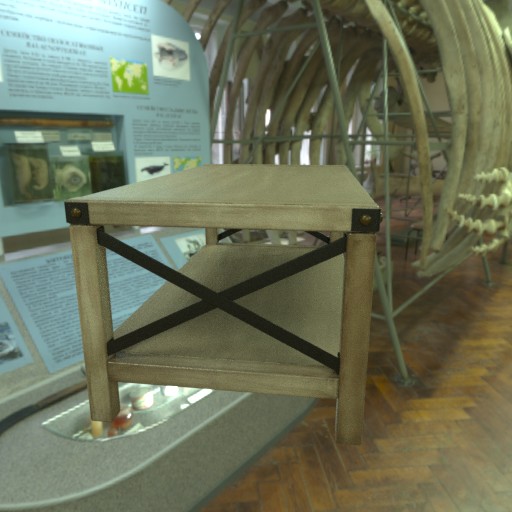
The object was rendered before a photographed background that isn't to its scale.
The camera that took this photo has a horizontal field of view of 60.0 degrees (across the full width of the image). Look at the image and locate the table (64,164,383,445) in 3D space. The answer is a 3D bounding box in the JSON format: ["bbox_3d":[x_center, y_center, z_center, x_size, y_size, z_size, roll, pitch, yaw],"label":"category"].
[{"bbox_3d":[0.000,0.000,1.282,0.559,0.456,1.016,2,15,8],"label":"table"}]
